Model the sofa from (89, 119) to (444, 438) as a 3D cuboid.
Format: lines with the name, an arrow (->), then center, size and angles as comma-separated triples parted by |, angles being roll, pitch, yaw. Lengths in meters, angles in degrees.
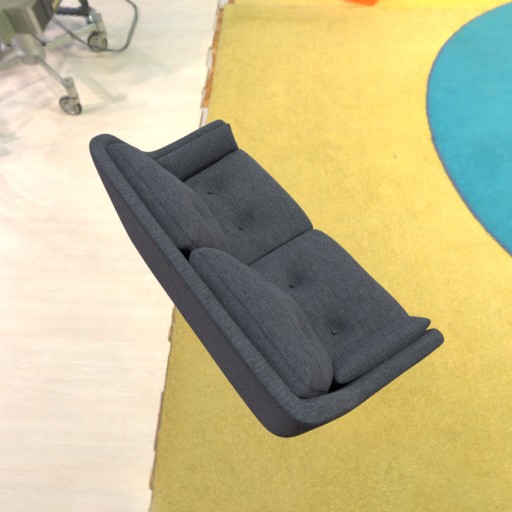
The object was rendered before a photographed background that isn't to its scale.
sofa -> 0.000, 0.000, 2.465 | 0.975, 0.896, 1.929 | -32, 63, -18
